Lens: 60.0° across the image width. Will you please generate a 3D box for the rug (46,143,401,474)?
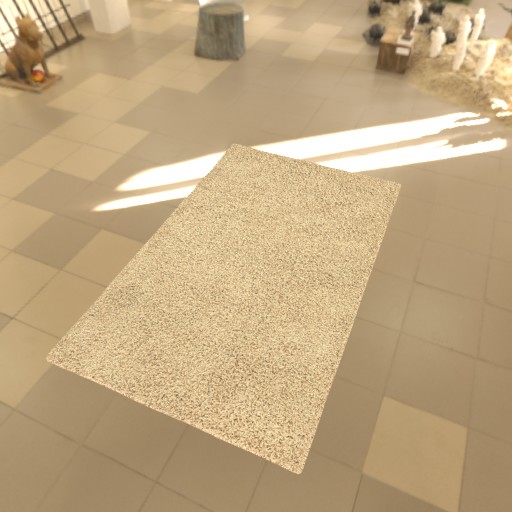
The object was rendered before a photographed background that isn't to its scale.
[{"bbox_3d":[0.000,0.000,3.053,1.524,0.030,2.438,18,48,16],"label":"rug"}]
